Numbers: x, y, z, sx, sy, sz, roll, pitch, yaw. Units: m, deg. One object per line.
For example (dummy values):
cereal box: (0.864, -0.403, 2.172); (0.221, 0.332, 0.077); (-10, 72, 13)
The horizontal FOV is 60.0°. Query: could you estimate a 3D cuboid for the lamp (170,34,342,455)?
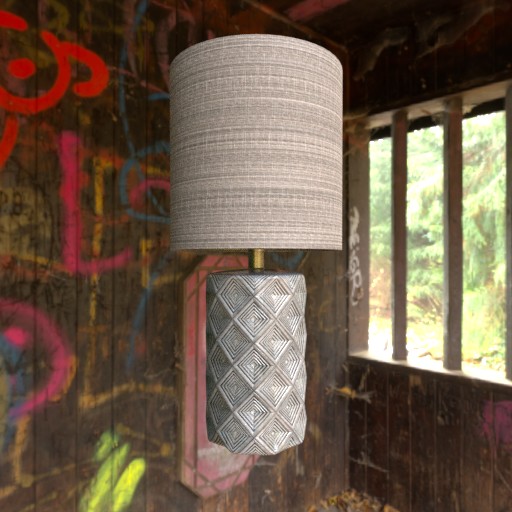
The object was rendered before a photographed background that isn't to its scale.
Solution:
lamp: (0.000, 0.000, 0.699); (0.269, 0.566, 0.268); (0, 0, 19)
